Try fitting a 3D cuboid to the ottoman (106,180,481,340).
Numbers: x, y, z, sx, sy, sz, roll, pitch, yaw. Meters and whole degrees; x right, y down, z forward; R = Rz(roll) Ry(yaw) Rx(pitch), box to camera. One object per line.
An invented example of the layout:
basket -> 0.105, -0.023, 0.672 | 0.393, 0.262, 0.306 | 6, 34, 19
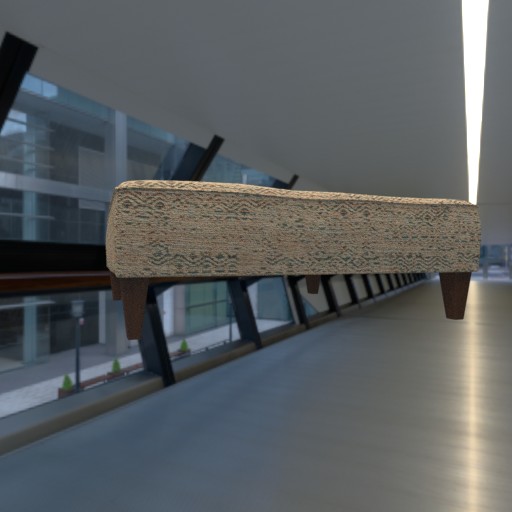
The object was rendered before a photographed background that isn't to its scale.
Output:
ottoman -> 0.000, 0.000, 1.527 | 0.968, 0.356, 1.004 | 0, 0, -20
